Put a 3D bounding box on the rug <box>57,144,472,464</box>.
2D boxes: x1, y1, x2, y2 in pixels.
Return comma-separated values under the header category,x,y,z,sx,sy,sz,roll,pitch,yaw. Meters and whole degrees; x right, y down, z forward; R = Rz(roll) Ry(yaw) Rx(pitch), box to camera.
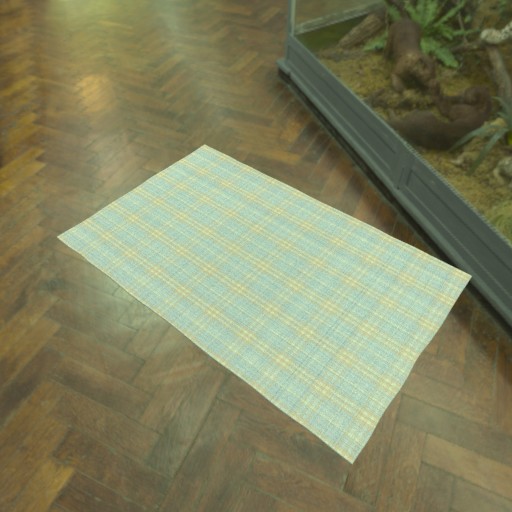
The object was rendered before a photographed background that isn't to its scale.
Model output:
category,x,y,z,sx,sy,sz,roll,pitch,yaw
rug,0.000,0.000,3.069,2.460,0.016,1.545,31,54,25
